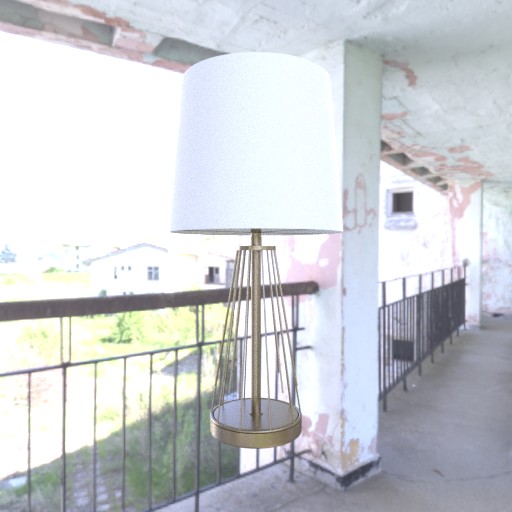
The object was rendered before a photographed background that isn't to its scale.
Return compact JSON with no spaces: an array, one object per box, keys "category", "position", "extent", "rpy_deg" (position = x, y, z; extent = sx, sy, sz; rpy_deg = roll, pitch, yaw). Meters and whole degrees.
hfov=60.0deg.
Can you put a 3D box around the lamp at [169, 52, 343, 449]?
[{"category":"lamp","position":[0.000,0.000,0.788],"extent":[0.303,0.618,0.303],"rpy_deg":[0,1,0]}]
